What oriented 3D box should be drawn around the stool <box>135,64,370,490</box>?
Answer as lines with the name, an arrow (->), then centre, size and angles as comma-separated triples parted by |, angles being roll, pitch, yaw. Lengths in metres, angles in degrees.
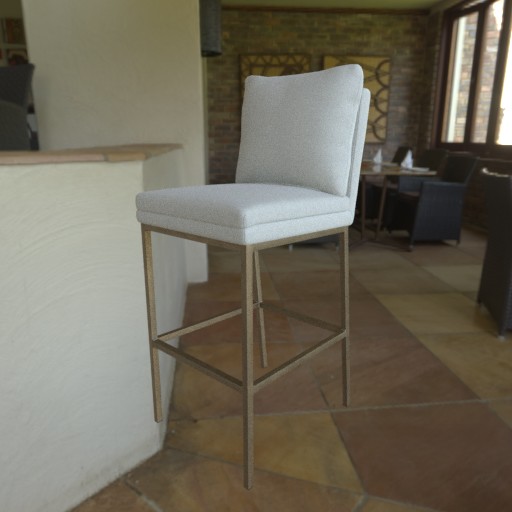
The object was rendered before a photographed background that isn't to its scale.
stool -> 0.000, 0.000, 1.396 | 0.463, 1.125, 0.572 | 14, 20, 41
